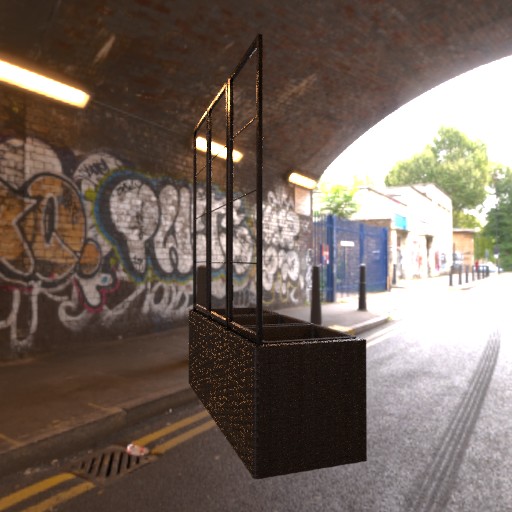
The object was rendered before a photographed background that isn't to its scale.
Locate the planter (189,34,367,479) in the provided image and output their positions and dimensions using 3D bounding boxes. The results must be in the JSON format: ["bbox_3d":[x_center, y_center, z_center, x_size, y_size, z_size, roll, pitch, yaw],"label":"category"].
[{"bbox_3d":[0.000,0.000,1.193,0.244,0.841,0.698,0,-1,-19],"label":"planter"}]
